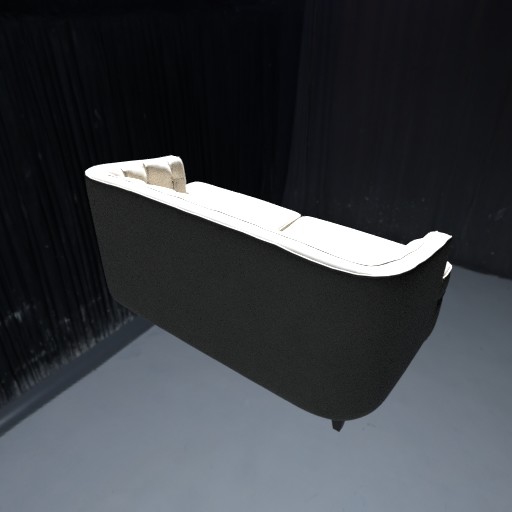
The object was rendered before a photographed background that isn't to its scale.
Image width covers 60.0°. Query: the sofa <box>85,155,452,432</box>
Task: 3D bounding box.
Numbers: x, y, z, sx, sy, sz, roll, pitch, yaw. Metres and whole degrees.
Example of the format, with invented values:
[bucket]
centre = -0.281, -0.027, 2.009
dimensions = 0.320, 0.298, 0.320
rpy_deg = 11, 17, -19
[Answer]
[sofa]
centre = 0.000, 0.000, 2.293
dimensions = 1.731, 0.878, 0.940
rpy_deg = 22, 38, 31
